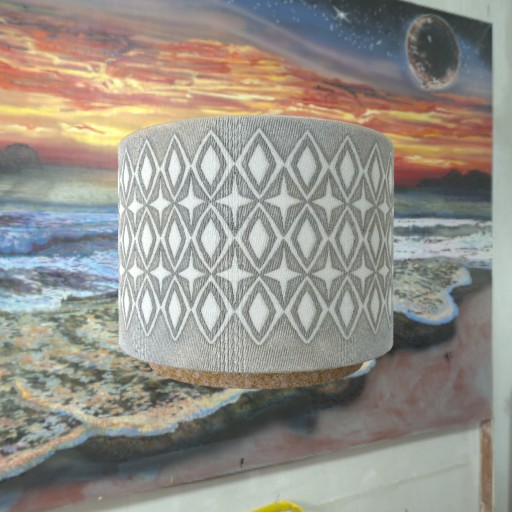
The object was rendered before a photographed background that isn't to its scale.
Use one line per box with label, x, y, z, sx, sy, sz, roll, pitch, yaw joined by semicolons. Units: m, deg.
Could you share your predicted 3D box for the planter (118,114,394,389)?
planter;0.000;0.000;0.277;0.164;0.127;0.164;0;1;0
